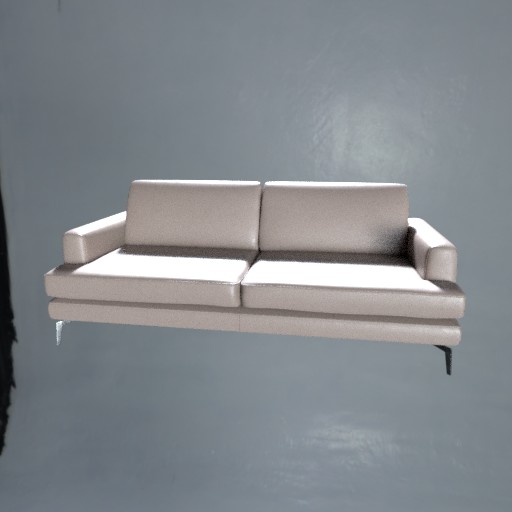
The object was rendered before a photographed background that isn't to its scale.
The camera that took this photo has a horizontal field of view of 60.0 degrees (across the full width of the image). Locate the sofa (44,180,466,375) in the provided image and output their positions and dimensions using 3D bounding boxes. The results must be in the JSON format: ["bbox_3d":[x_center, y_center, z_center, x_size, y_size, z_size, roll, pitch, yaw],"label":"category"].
[{"bbox_3d":[0.000,0.000,2.434,1.940,0.765,0.974,2,15,9],"label":"sofa"}]
